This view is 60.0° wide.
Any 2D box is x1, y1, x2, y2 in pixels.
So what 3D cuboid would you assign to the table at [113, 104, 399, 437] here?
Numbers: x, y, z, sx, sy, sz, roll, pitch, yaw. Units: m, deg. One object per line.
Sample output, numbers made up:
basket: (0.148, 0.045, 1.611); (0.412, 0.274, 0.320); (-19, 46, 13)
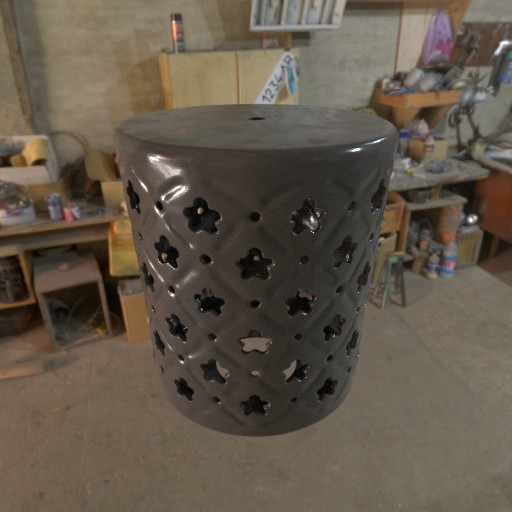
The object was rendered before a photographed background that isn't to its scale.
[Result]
table: (0.000, 0.000, 0.645); (0.352, 0.387, 0.352); (0, 26, 0)
